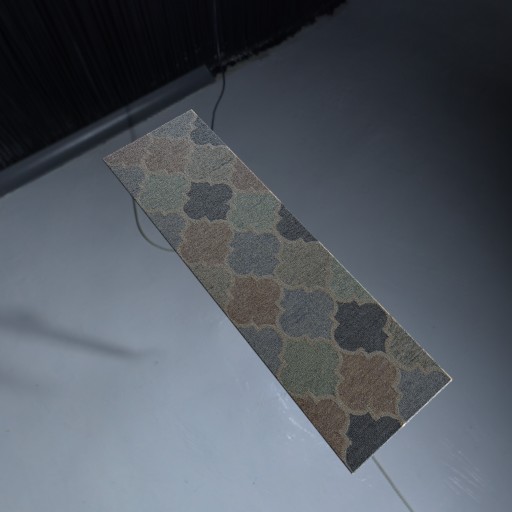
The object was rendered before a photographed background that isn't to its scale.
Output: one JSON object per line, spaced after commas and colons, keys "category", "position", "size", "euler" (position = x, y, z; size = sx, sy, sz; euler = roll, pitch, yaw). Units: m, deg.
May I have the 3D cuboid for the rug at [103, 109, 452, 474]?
{"category": "rug", "position": [0.000, 0.000, 2.509], "size": [0.687, 0.011, 2.287], "euler": [-35, 69, -16]}
